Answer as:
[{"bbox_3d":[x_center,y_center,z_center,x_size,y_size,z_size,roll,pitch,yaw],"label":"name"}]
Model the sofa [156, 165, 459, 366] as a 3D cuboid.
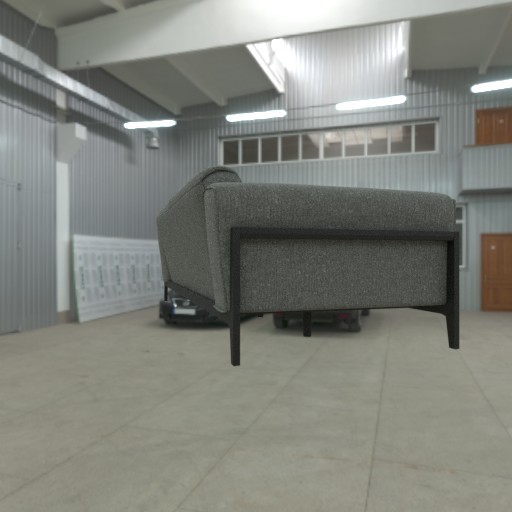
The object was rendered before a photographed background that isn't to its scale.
[{"bbox_3d":[0.000,0.000,2.517,0.985,0.703,2.125,0,0,-17],"label":"sofa"}]
